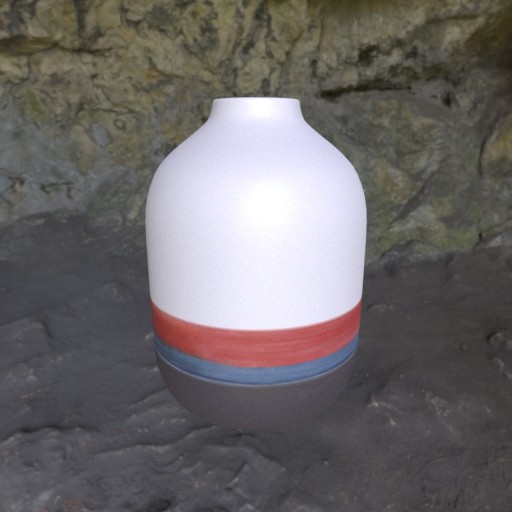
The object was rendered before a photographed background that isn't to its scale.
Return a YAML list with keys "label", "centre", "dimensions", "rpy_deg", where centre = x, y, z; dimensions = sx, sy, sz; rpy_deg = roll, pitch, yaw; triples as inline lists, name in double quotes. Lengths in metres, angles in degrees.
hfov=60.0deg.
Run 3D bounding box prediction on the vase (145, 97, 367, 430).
- label: "vase"
  centre: [0.000, 0.000, 0.356]
  dimensions: [0.169, 0.237, 0.169]
  rpy_deg: [0, 16, 0]
